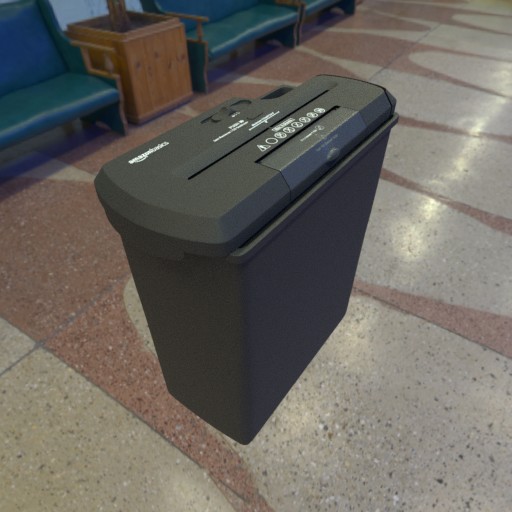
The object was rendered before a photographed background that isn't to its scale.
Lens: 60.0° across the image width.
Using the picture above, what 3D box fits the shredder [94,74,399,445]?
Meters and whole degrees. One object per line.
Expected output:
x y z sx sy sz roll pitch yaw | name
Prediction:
0.000 0.000 0.503 0.170 0.335 0.320 25 47 26 | shredder
